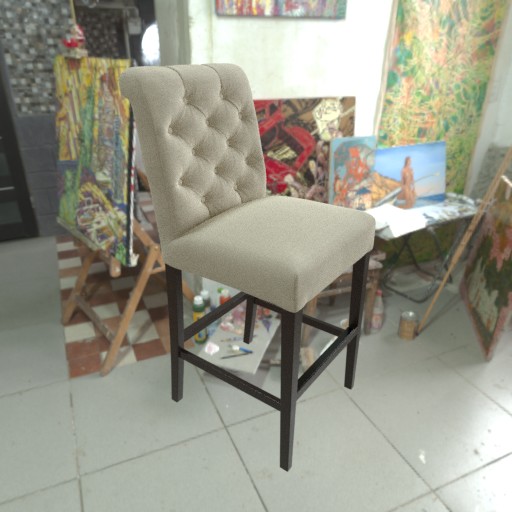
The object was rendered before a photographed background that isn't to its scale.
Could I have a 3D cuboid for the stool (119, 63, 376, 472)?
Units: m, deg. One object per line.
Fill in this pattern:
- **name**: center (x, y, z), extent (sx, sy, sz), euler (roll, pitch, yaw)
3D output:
- **stool**: center (0.000, 0.000, 1.422), extent (0.610, 1.118, 0.482), euler (18, 31, 32)
